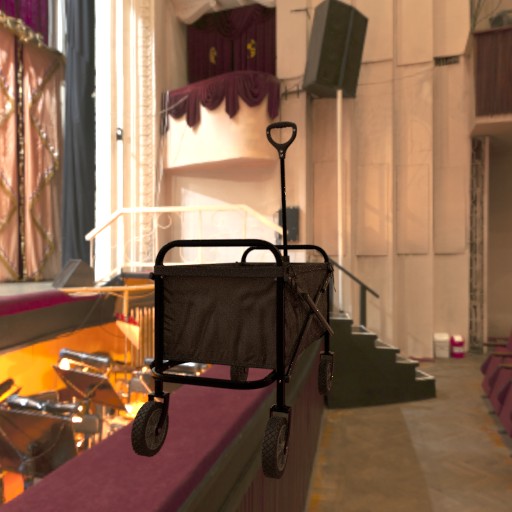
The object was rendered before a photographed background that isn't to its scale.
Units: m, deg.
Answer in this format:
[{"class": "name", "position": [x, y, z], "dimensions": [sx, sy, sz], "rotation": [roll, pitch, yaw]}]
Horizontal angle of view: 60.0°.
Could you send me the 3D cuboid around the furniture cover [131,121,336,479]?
[{"class": "furniture cover", "position": [0.000, 0.000, 1.790], "dimensions": [0.532, 1.295, 1.038], "rotation": [0, 0, 19]}]
